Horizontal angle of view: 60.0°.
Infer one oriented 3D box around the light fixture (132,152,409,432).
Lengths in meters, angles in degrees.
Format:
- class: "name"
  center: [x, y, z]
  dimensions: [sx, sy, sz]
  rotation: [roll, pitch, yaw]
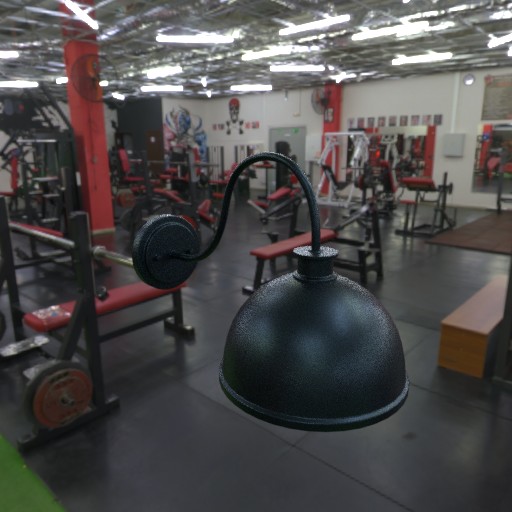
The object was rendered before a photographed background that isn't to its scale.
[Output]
- class: "light fixture"
  center: [0.000, 0.000, 0.643]
  dimensions: [0.467, 0.295, 0.253]
  rotation: [14, 20, 43]
